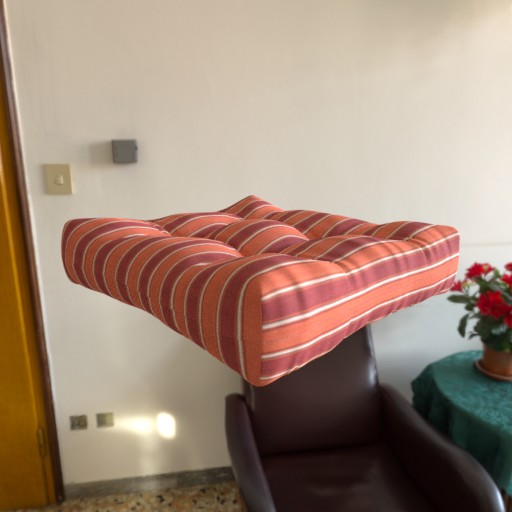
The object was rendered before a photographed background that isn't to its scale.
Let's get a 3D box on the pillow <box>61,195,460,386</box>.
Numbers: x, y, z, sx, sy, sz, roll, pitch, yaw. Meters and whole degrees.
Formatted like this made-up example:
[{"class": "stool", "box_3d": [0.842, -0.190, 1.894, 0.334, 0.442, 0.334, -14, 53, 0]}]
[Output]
[{"class": "pillow", "box_3d": [0.000, 0.000, 0.724, 0.468, 0.133, 0.490, -13, 19, -43]}]
